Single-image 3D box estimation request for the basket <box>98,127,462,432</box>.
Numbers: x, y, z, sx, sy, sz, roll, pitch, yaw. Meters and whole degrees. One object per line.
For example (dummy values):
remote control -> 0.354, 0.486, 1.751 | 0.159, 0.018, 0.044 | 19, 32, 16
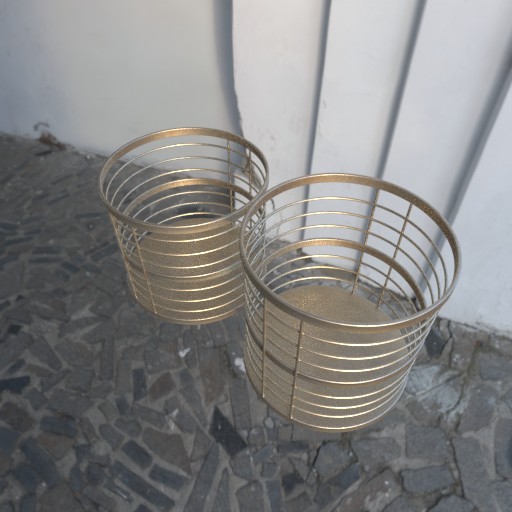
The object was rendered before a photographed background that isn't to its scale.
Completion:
basket -> 0.000, 0.000, 0.936 | 0.746, 0.351, 0.356 | 31, 53, 27
